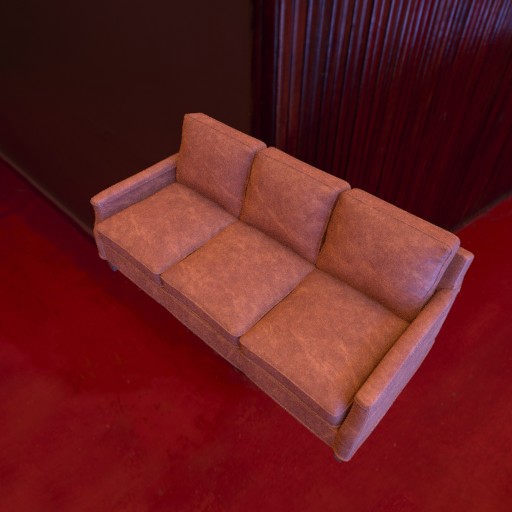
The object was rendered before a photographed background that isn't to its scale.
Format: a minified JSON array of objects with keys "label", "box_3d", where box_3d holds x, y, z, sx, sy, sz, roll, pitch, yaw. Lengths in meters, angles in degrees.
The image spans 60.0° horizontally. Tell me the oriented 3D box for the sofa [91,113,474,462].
[{"label":"sofa","box_3d":[0.000,0.000,2.823,2.246,1.003,1.084,33,54,29]}]
